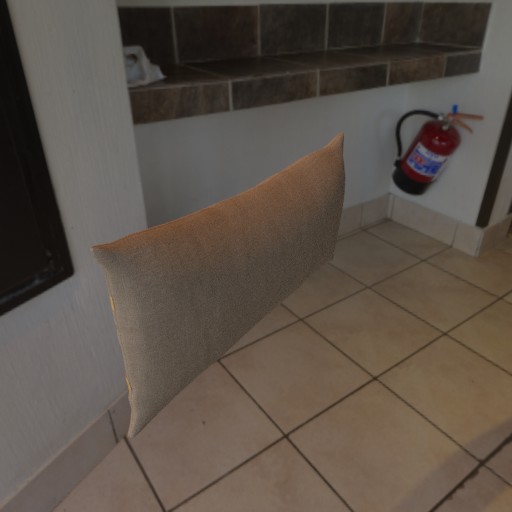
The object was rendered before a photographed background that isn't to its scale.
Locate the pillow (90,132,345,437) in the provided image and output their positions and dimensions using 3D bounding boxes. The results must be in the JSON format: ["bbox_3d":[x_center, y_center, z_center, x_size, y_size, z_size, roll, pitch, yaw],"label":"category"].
[{"bbox_3d":[0.000,0.000,0.762,0.148,0.308,0.612,20,36,30],"label":"pillow"}]
